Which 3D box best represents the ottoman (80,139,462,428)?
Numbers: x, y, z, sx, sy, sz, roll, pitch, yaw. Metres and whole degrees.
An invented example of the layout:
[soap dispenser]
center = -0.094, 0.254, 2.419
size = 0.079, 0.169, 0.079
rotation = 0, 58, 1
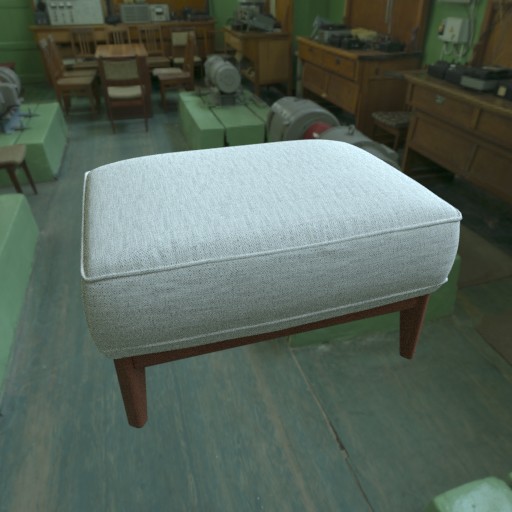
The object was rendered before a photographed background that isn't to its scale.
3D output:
[ottoman]
center = 0.000, 0.000, 1.136
size = 0.794, 0.465, 0.594
rotation = -10, 33, -15
